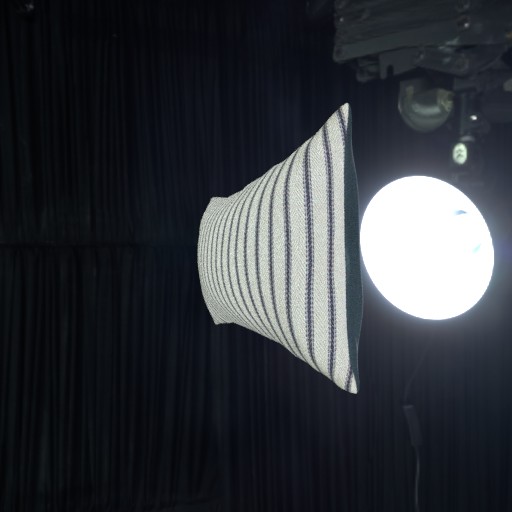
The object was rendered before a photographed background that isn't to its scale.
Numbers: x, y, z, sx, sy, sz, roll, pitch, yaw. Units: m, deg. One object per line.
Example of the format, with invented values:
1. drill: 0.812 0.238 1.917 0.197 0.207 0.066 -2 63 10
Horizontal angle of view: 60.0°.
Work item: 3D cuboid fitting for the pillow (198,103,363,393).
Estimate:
1. pillow: 0.000 0.000 0.740 0.151 0.305 0.609 0 -1 -19
